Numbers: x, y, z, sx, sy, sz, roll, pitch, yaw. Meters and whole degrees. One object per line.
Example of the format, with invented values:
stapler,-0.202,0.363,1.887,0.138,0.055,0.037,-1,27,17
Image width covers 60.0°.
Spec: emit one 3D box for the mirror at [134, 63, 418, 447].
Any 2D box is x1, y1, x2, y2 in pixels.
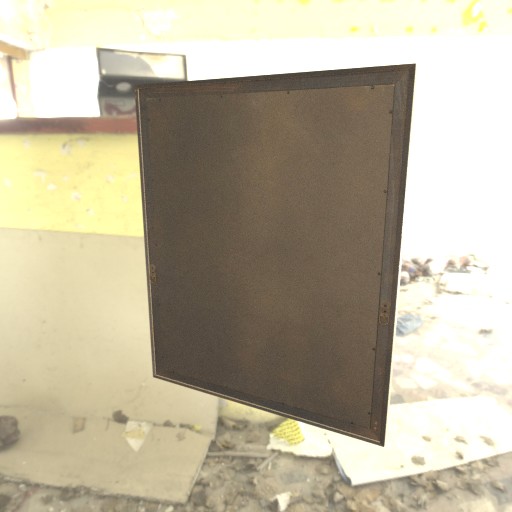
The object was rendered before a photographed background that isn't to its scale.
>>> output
mirror,0.000,0.000,1.164,0.730,0.882,0.032,7,16,27
